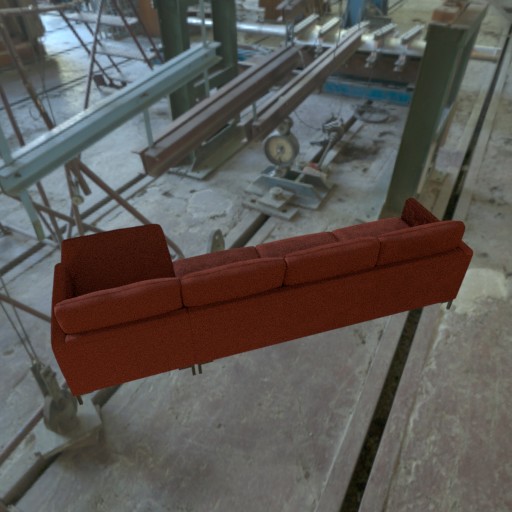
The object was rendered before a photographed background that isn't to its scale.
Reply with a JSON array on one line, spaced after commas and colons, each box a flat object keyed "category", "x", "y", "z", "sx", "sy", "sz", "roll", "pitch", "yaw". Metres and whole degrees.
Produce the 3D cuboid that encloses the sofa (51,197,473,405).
[{"category": "sofa", "x": 0.000, "y": 0.000, "z": 3.461, "sx": 2.932, "sy": 0.810, "sz": 1.350, "roll": -11, "pitch": 41, "yaw": -14}]
